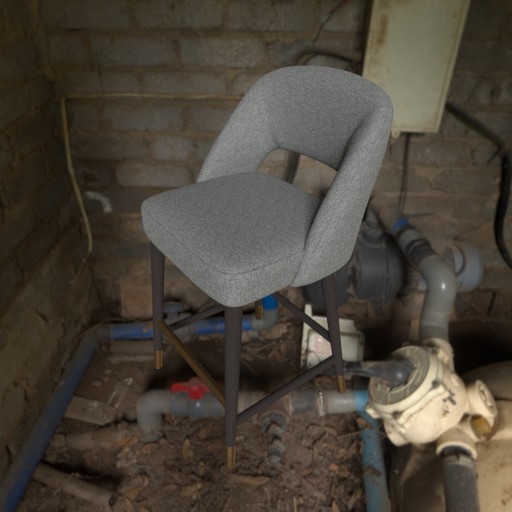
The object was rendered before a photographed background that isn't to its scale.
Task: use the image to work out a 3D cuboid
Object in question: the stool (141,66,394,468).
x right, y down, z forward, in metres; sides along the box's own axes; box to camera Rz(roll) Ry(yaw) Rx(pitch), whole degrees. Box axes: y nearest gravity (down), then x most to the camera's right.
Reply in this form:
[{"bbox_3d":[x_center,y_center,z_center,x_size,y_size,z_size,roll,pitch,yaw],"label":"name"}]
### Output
[{"bbox_3d":[0.000,0.000,1.228,0.524,0.925,0.536,-21,38,-30],"label":"stool"}]
